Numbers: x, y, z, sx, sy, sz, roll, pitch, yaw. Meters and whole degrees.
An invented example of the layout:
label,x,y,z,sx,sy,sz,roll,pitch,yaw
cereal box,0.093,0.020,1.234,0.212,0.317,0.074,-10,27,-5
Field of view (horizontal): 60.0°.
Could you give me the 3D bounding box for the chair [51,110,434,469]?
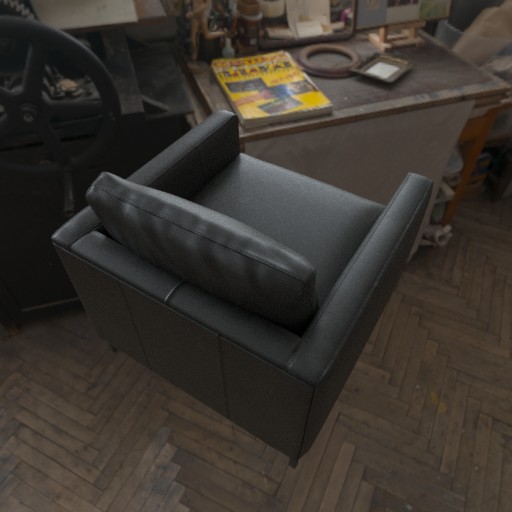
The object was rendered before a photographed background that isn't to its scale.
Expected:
label,x,y,z,sx,sy,sz,roll,pitch,yaw
chair,0.000,0.000,1.472,0.967,0.824,0.861,25,52,21
